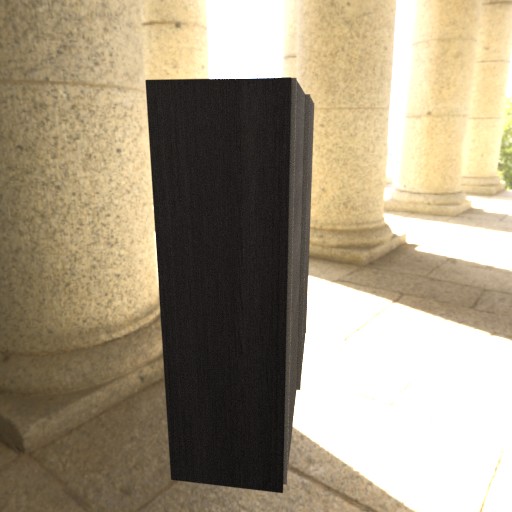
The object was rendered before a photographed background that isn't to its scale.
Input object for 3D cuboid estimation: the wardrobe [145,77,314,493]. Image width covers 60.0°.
[{"bbox_3d":[0.000,0.000,2.848,0.629,1.960,1.780,2,16,8],"label":"wardrobe"}]
